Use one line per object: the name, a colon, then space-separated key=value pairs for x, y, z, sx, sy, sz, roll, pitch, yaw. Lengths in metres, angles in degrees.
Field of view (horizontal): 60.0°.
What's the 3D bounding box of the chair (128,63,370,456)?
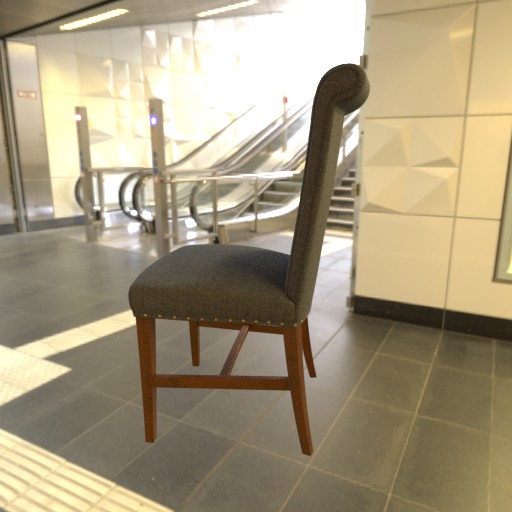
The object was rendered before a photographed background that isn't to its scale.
chair: x=0.000 y=0.000 z=1.334 sx=0.608 sy=0.988 sz=0.513 roll=2 pitch=14 yaw=8
